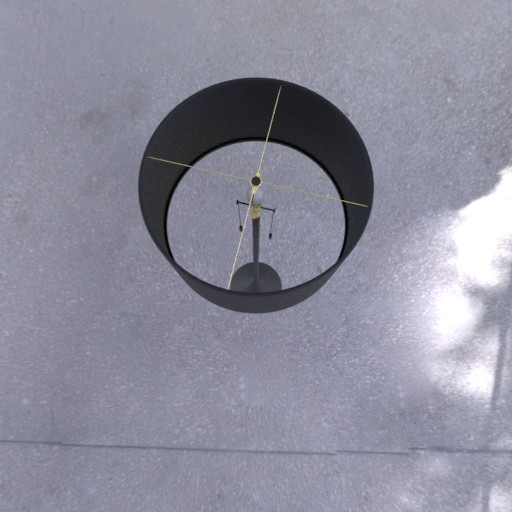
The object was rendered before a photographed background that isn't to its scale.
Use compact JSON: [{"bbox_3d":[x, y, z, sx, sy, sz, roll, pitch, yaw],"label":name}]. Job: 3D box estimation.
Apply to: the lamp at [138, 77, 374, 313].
[{"bbox_3d":[0.000,0.000,1.825,0.580,1.526,0.580,13,76,3],"label":"lamp"}]
